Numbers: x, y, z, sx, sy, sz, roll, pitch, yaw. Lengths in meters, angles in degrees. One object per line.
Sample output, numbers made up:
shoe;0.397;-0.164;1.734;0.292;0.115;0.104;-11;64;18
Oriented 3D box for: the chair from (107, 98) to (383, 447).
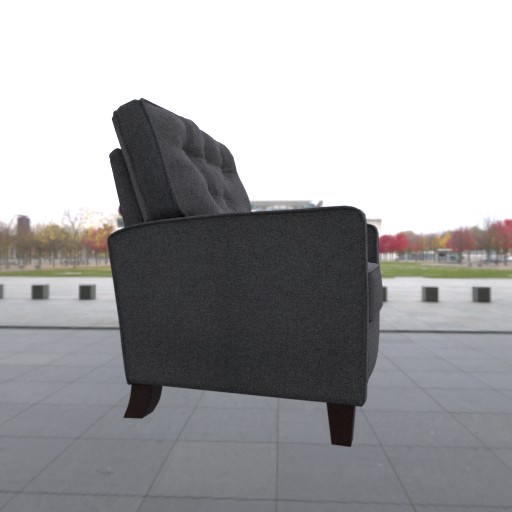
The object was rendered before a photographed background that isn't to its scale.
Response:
chair;0.000;0.000;1.407;0.775;0.889;0.650;0;0;18
